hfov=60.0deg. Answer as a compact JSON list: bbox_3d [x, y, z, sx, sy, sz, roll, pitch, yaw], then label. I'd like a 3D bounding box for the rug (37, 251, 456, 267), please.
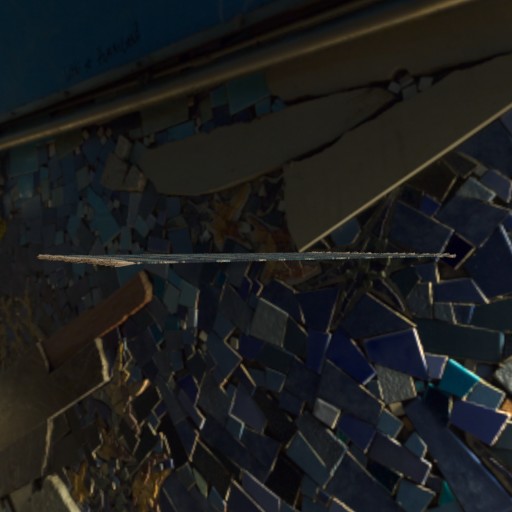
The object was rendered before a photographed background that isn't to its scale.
[{"bbox_3d":[0.000,0.000,2.363,1.936,0.028,1.181,-1,2,-37],"label":"rug"}]
